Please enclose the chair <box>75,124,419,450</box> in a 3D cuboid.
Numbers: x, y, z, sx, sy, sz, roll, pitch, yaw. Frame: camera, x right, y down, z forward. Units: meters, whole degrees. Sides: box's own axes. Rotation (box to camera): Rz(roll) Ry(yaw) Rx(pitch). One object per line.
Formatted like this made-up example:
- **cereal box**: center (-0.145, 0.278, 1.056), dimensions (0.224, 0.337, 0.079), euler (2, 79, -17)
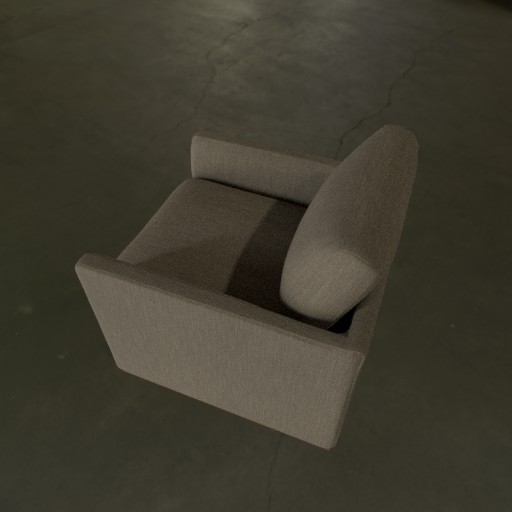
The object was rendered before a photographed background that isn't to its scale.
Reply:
- **chair**: center (0.000, 0.000, 1.480), dimensions (0.834, 0.811, 0.763), euler (16, 48, 15)
